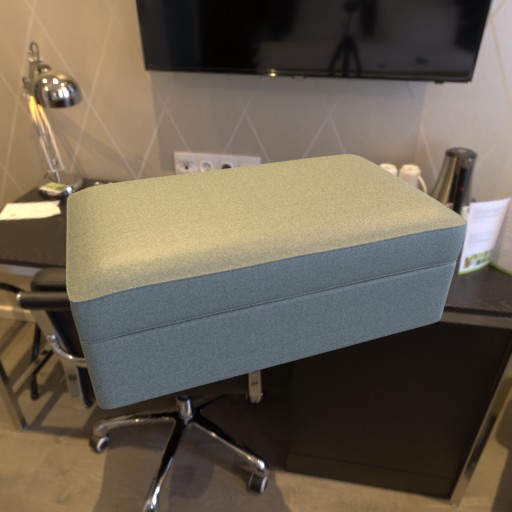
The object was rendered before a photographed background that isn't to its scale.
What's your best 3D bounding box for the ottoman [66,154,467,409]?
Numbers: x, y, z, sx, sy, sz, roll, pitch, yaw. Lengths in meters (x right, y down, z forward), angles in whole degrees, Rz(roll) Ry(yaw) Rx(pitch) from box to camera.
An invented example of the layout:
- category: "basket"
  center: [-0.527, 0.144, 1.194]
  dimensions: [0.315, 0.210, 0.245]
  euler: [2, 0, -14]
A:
- category: "ottoman"
  center: [0.000, 0.000, 1.555]
  dimensions: [1.173, 0.494, 0.681]
  euler: [-11, 33, -17]
